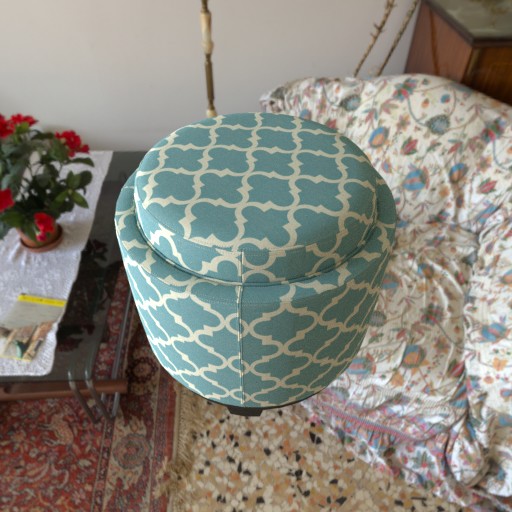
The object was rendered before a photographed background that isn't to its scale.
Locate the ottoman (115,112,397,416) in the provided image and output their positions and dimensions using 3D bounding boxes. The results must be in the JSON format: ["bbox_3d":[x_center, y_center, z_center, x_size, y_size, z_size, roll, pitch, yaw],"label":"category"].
[{"bbox_3d":[0.000,0.000,0.858,0.480,0.429,0.480,0,45,0],"label":"ottoman"}]
